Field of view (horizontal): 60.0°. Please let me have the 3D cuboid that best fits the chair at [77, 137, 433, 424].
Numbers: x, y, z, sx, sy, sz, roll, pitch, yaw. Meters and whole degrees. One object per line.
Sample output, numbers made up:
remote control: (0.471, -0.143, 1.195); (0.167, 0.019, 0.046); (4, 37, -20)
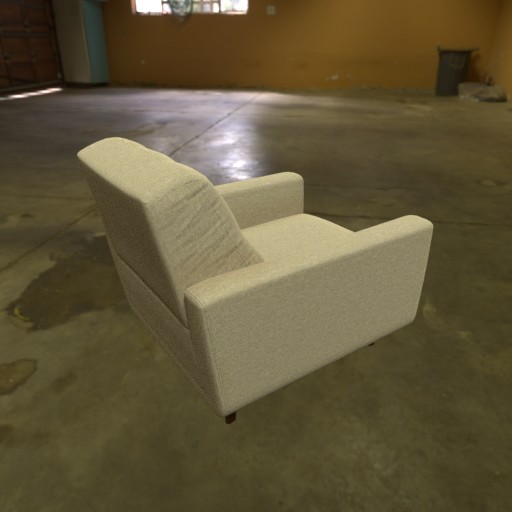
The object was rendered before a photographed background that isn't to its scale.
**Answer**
chair: (0.000, 0.000, 1.825); (1.128, 0.965, 0.897); (-17, 31, -31)
